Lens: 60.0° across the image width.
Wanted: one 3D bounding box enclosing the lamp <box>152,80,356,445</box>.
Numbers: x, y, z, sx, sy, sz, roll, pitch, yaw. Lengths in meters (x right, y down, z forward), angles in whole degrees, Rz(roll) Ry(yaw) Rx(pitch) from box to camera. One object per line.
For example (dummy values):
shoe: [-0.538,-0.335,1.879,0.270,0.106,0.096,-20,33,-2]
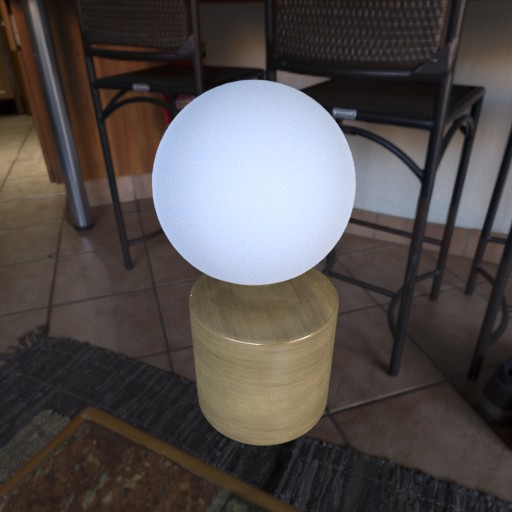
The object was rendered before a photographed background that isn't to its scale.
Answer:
lamp: [0.000,0.000,0.339,0.141,0.250,0.152,-8,32,-13]
